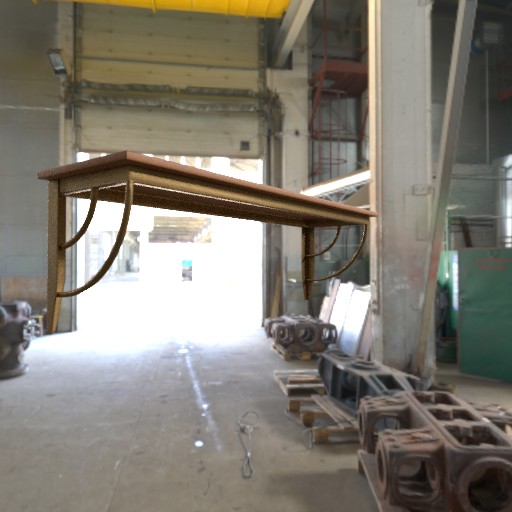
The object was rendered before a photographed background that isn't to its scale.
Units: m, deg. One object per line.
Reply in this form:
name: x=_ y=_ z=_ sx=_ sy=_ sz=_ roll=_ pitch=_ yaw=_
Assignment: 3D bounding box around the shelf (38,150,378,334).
shelf: x=0.000 y=0.000 z=0.723 sx=0.166 sy=0.190 sz=0.636 roll=-1 pitch=-1 yaw=37
